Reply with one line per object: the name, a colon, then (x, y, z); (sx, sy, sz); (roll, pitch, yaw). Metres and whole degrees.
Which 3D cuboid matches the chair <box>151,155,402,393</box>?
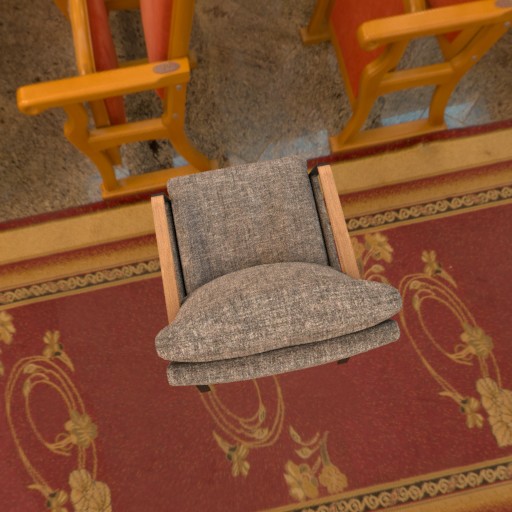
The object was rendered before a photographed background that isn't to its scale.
chair: (0.000, 0.000, 1.607); (0.671, 1.042, 0.868); (-11, 75, -3)
